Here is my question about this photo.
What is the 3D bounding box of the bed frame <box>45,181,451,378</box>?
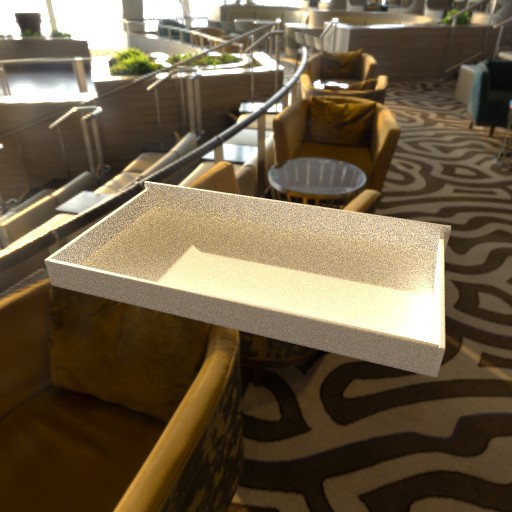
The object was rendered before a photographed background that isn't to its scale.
[{"bbox_3d":[0.000,0.000,1.596,1.300,0.141,0.670,11,33,17],"label":"bed frame"}]
